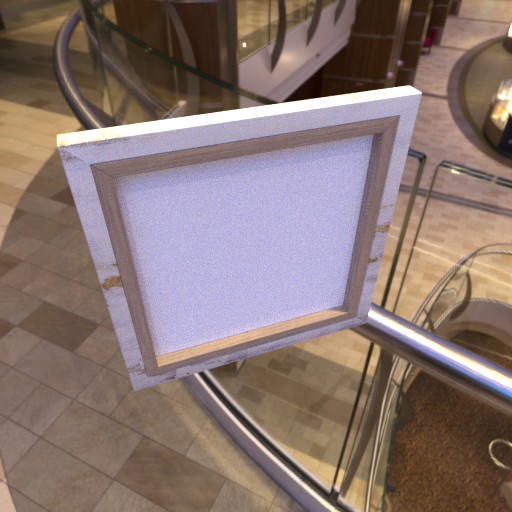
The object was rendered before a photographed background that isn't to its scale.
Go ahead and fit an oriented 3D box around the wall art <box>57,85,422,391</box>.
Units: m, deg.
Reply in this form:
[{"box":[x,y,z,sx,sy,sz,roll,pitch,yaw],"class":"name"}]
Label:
[{"box":[0.000,0.000,0.916,0.611,0.613,0.040,-13,42,-15],"class":"wall art"}]
